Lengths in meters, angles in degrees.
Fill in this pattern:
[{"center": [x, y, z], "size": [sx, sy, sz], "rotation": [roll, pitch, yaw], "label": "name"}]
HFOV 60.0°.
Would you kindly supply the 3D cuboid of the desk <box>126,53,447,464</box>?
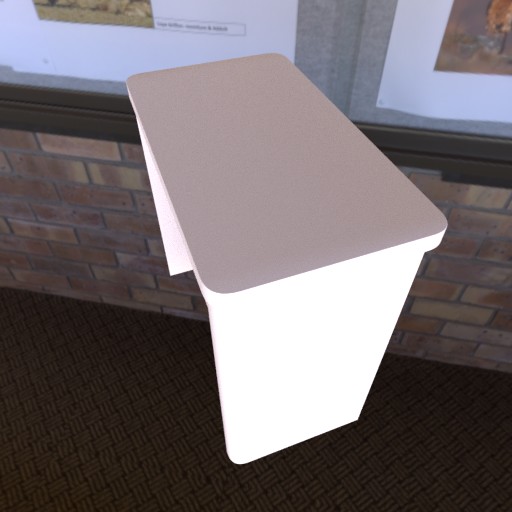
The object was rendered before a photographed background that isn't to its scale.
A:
[{"center": [0.000, 0.000, 1.239], "size": [0.446, 0.760, 0.790], "rotation": [-15, 49, -14], "label": "desk"}]
